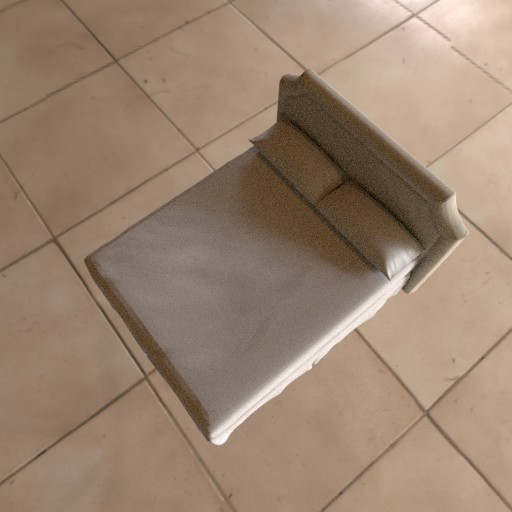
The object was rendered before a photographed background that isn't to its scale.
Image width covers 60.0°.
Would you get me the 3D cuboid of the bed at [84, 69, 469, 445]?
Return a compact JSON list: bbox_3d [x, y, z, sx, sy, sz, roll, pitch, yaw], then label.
[{"bbox_3d":[0.000,0.000,3.300,2.164,1.297,1.828,-37,71,-15],"label":"bed"}]
